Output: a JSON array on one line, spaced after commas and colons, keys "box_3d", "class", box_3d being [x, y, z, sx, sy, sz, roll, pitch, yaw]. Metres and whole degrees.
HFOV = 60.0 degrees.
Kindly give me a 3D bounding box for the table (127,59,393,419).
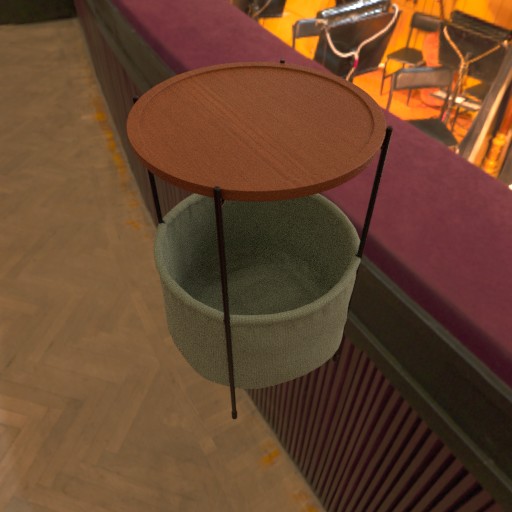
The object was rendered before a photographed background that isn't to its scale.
[{"box_3d": [0.000, 0.000, 0.890, 0.400, 0.623, 0.400, -23, 50, -21], "class": "table"}]
